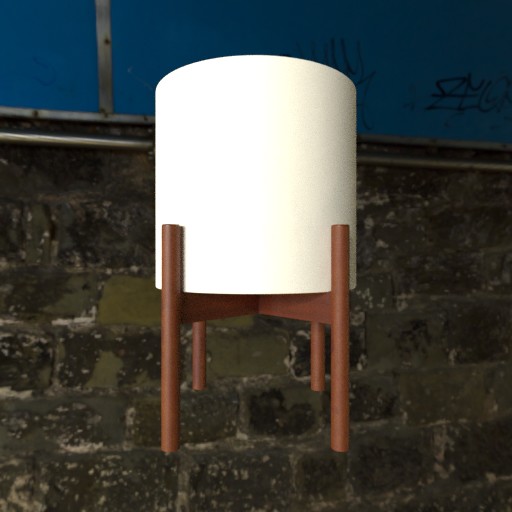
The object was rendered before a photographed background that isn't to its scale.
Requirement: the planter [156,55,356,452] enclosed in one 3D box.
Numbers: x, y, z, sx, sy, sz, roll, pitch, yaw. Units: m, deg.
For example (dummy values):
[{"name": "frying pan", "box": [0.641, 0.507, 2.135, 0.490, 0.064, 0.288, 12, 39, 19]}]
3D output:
[{"name": "planter", "box": [0.000, 0.000, 0.946, 0.417, 0.670, 0.417, 0, 0, 1]}]
